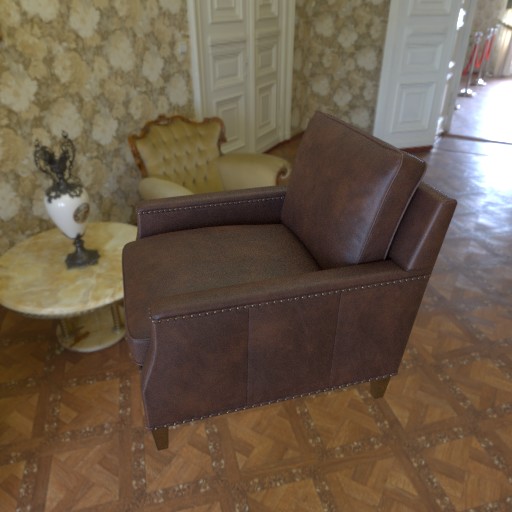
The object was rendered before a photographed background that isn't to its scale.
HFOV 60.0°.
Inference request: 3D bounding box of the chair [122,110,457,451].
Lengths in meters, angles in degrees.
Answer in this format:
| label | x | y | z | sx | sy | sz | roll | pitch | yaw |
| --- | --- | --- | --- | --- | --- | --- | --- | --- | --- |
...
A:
| label | x | y | z | sx | sy | sz | roll | pitch | yaw |
| --- | --- | --- | --- | --- | --- | --- | --- | --- | --- |
| chair | 0.000 | 0.000 | 1.704 | 1.014 | 0.929 | 0.853 | -8 | 30 | -14 |
